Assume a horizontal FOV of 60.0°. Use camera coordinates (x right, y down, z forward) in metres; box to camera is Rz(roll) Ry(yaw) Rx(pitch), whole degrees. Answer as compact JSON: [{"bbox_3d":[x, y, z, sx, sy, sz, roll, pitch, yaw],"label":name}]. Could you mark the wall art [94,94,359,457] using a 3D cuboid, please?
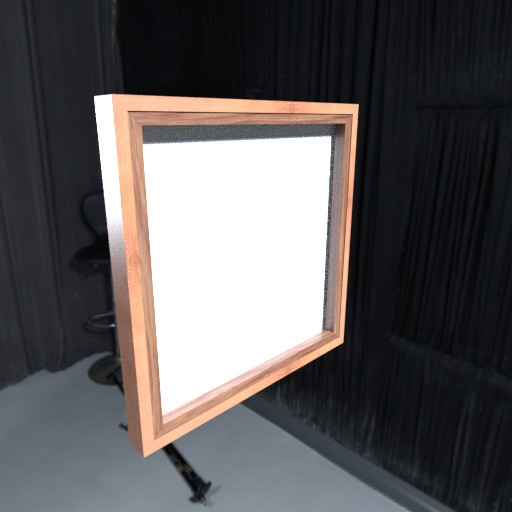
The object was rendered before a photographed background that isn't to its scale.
[{"bbox_3d":[0.000,0.000,0.609,0.403,0.403,0.035,-16,23,-42],"label":"wall art"}]
